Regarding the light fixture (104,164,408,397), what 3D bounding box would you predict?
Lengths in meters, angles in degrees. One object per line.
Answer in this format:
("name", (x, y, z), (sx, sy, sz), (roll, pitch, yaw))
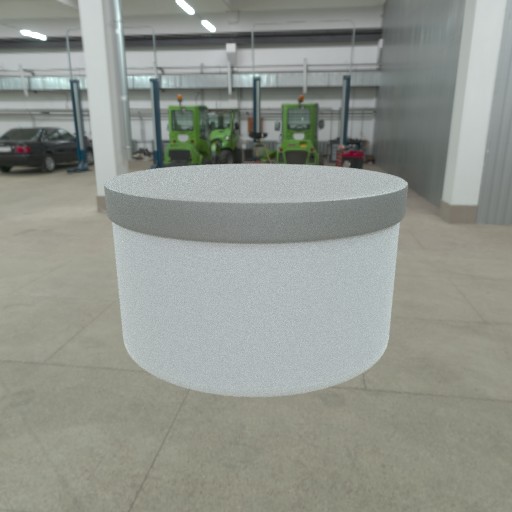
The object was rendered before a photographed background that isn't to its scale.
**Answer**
("light fixture", (0.000, 0.000, 0.635), (0.393, 0.229, 0.393), (0, 17, 0))
